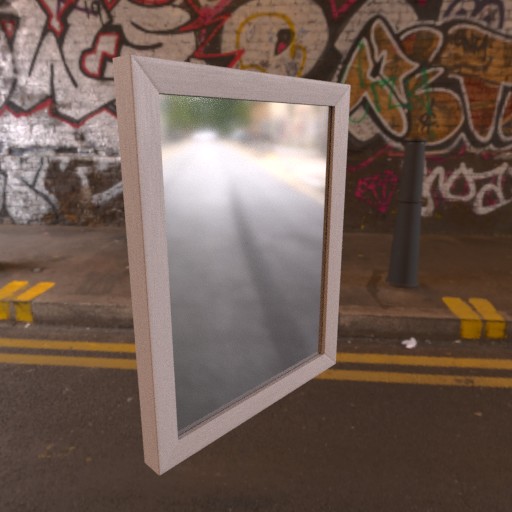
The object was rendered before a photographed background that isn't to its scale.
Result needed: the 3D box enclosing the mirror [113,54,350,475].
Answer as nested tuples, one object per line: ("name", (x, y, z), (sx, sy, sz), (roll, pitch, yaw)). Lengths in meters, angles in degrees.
("mirror", (0.000, 0.000, 0.665), (0.041, 0.508, 0.405), (14, 21, 42))
